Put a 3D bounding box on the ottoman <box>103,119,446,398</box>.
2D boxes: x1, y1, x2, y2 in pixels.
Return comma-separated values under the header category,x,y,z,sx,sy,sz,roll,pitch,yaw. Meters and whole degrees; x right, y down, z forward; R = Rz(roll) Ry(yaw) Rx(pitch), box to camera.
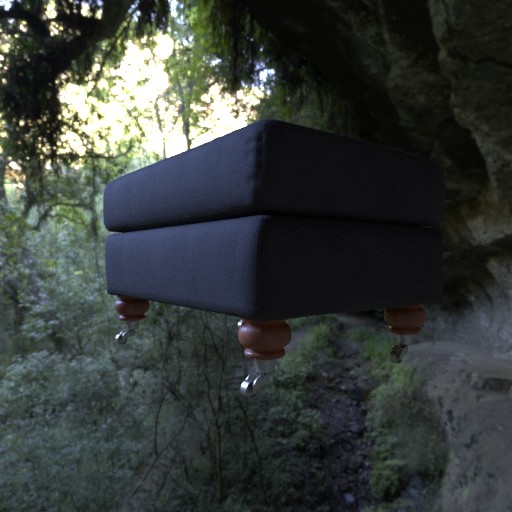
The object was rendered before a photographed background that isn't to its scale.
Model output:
category,x,y,z,sx,sy,sz,roll,pitch,yaw
ottoman,0.000,0.000,1.153,0.574,0.497,0.773,0,-1,-38
